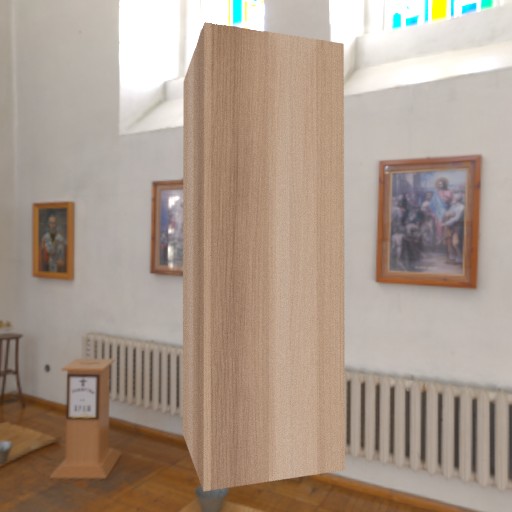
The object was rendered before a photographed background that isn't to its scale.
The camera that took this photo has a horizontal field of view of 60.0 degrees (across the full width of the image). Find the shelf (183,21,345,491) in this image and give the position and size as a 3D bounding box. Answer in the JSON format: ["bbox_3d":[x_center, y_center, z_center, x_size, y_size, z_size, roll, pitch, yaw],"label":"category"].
[{"bbox_3d":[0.000,0.000,1.003,0.290,0.872,0.290,0,-1,-17],"label":"shelf"}]
